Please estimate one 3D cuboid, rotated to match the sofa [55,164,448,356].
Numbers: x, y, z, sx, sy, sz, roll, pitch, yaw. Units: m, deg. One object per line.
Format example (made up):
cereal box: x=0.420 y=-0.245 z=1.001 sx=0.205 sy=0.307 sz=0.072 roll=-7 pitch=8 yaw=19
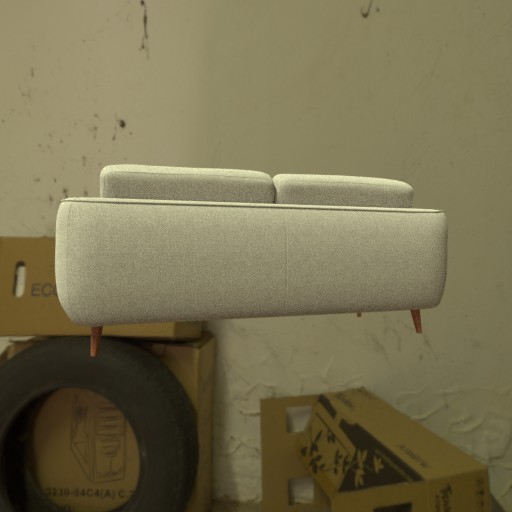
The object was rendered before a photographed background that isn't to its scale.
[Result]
sofa: x=0.000 y=0.000 z=2.475 sx=2.000 sy=0.850 sz=0.920 roll=0 pitch=1 yaw=-18
